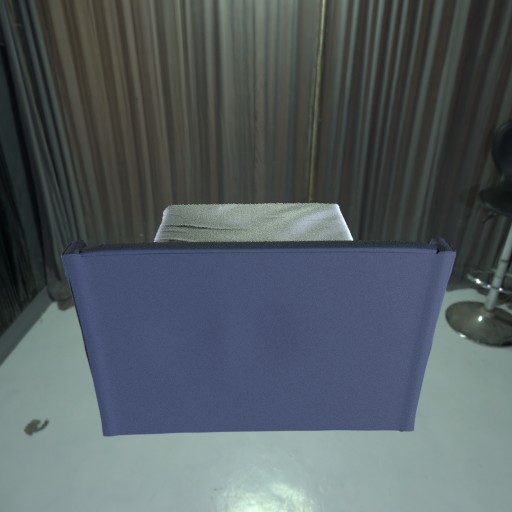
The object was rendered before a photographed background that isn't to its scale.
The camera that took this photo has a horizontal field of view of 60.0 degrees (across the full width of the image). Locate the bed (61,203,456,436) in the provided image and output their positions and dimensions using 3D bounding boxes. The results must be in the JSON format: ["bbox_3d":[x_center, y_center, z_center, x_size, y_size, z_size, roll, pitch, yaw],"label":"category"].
[{"bbox_3d":[0.000,0.000,3.406,1.925,1.332,2.276,0,29,-1],"label":"bed"}]
